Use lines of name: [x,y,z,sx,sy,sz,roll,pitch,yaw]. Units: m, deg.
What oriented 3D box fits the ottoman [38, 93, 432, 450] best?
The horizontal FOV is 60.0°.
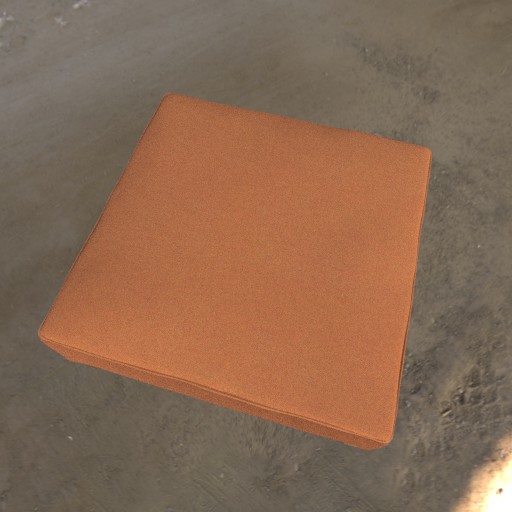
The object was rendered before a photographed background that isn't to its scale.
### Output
ottoman: [0.000,0.000,1.517,0.997,0.438,0.999,14,64,7]
